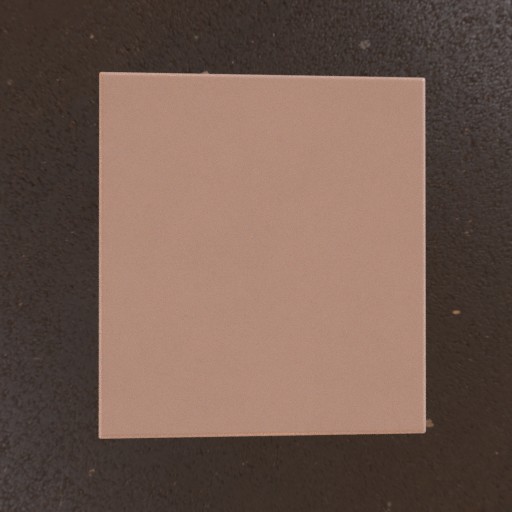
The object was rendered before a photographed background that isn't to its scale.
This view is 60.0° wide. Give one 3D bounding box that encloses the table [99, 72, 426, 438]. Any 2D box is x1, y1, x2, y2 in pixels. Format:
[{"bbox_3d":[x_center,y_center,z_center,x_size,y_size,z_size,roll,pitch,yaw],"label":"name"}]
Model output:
[{"bbox_3d":[0.000,0.000,0.877,0.442,0.565,0.488,0,90,-2],"label":"table"}]
